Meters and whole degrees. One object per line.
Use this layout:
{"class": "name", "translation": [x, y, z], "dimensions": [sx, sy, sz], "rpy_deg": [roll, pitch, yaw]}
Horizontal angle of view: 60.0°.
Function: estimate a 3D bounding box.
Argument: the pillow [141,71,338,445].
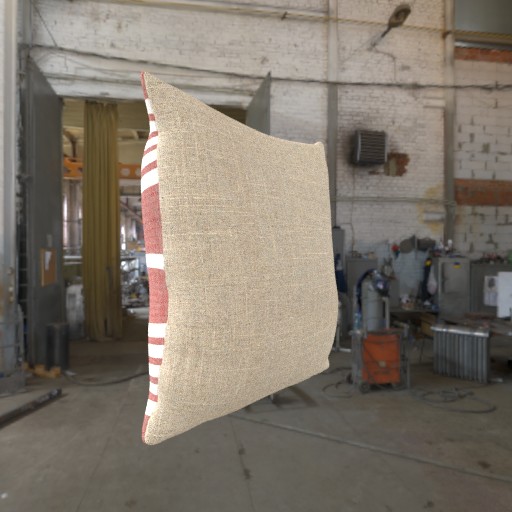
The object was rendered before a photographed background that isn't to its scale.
{"class": "pillow", "translation": [0.000, 0.000, 0.670], "dimensions": [0.182, 0.427, 0.439], "rpy_deg": [0, 0, 36]}
